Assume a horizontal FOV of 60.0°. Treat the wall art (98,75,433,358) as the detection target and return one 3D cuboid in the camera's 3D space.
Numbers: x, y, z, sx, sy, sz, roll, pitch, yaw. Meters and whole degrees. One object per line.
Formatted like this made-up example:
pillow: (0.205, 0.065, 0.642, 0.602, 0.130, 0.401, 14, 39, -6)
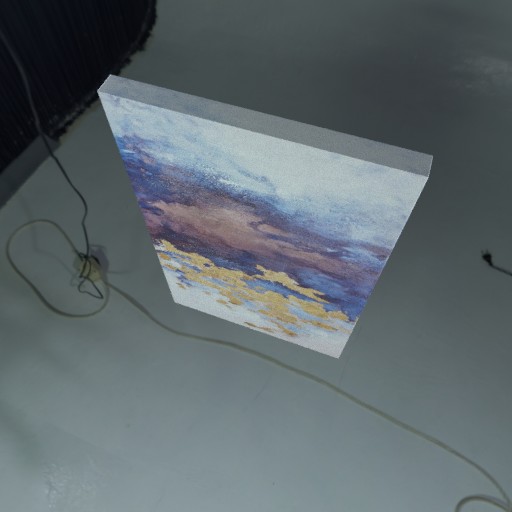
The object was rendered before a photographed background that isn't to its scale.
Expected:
wall art: (0.000, 0.000, 1.120, 0.583, 0.874, 0.048, 17, 60, 10)
